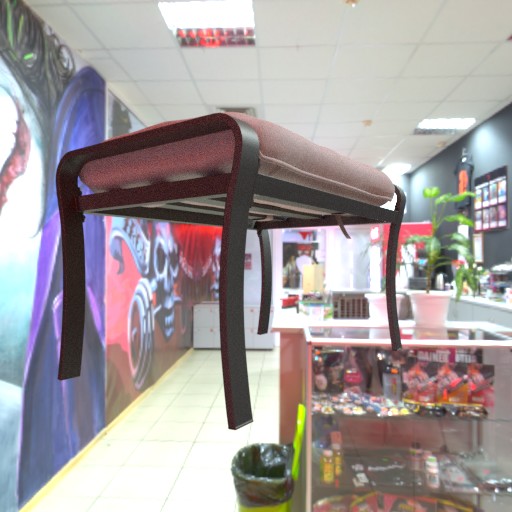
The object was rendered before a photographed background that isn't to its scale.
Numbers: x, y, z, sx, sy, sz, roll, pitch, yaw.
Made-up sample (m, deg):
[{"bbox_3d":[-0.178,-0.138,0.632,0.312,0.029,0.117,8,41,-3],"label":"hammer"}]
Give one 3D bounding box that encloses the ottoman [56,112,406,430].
[{"bbox_3d":[0.000,0.000,0.884,0.406,0.422,0.610,-1,-1,36],"label":"ottoman"}]
